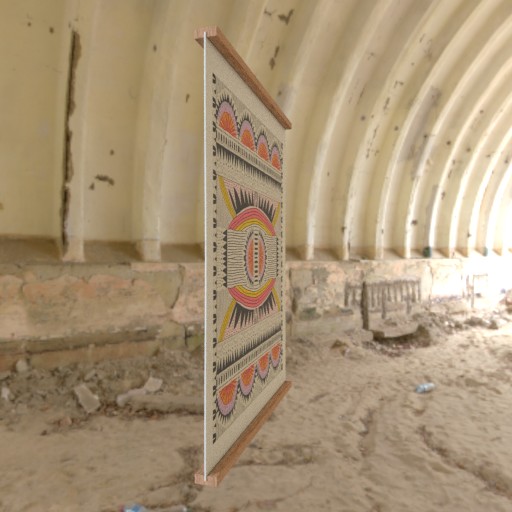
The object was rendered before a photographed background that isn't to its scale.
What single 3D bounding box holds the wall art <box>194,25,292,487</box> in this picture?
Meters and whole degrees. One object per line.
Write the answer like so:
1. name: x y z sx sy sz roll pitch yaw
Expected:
1. wall art: 0.000 0.000 0.702 0.028 0.527 0.403 0 0 17
